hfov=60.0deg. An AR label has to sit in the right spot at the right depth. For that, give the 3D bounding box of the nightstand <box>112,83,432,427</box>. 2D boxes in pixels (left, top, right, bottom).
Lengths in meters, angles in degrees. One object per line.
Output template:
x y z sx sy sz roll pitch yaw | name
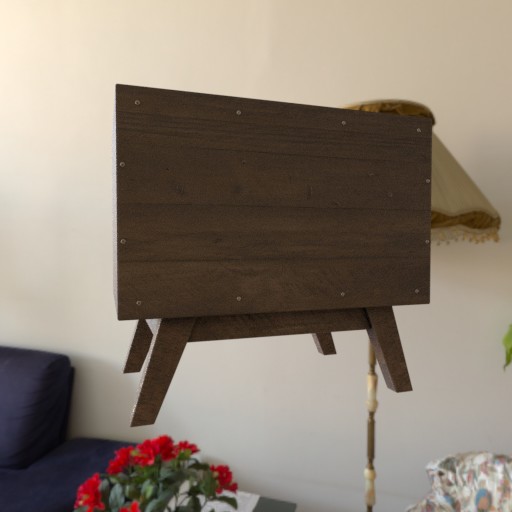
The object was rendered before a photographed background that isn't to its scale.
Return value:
0.000 0.000 1.069 0.650 0.599 0.450 -1 2 -19 | nightstand
